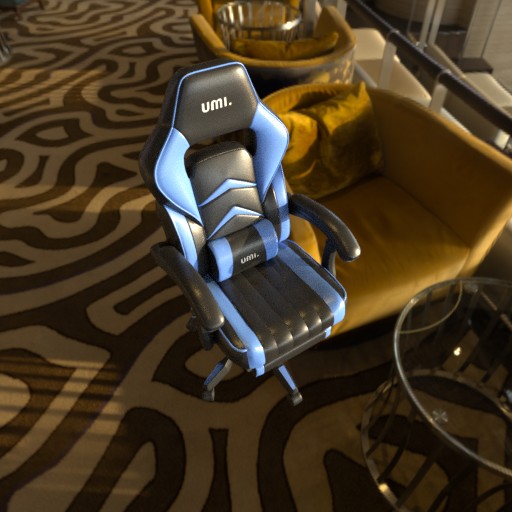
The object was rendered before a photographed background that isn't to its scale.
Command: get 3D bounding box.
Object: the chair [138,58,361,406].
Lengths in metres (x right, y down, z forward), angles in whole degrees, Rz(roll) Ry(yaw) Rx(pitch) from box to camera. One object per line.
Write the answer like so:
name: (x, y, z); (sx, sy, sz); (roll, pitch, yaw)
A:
chair: (0.000, 0.000, 1.718); (0.700, 1.280, 0.700); (-24, 50, -22)
